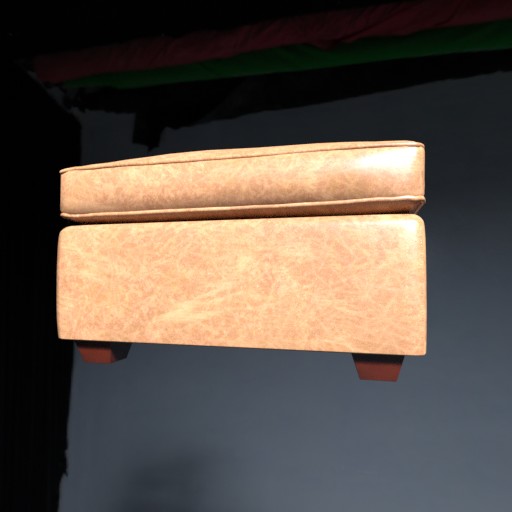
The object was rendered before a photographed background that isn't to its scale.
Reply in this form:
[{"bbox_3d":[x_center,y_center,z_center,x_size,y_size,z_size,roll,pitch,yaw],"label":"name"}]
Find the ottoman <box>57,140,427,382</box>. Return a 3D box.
[{"bbox_3d":[0.000,0.000,1.093,0.756,0.468,0.554,-1,-3,16],"label":"ottoman"}]
